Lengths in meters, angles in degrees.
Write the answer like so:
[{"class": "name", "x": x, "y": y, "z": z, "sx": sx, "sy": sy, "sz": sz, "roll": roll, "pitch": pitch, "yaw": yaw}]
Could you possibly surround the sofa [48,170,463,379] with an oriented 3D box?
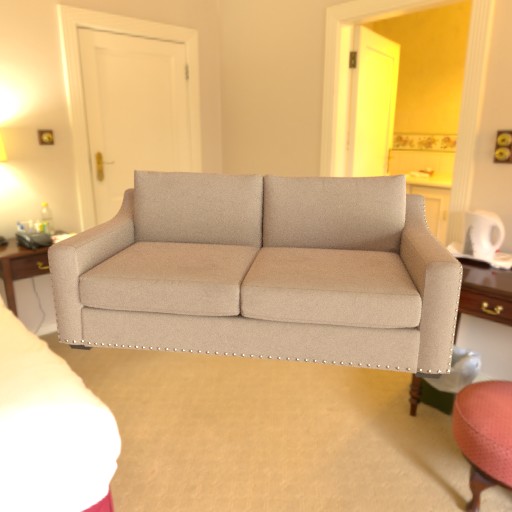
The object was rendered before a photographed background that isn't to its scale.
[{"class": "sofa", "x": 0.000, "y": 0.000, "z": 2.536, "sx": 1.967, "sy": 0.901, "sz": 1.030, "roll": 3, "pitch": 16, "yaw": 9}]
